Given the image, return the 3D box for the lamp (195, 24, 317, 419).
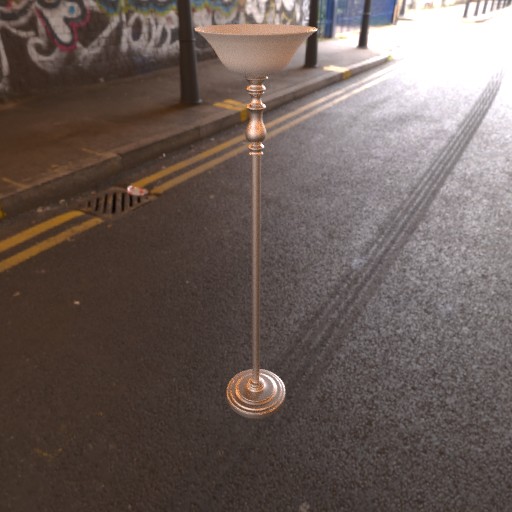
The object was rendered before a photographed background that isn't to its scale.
[{"bbox_3d":[0.000,0.000,1.934,0.405,1.771,0.405,-11,33,-17],"label":"lamp"}]
